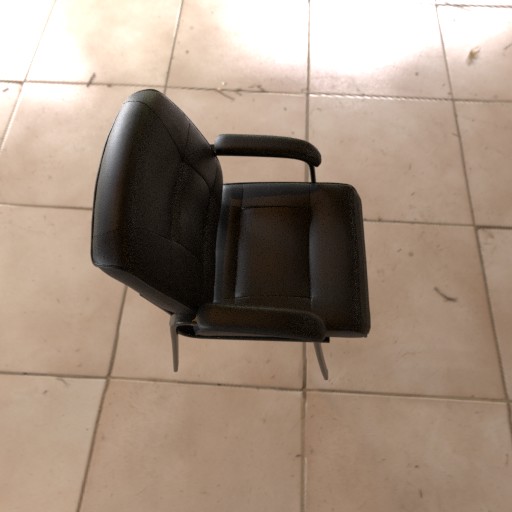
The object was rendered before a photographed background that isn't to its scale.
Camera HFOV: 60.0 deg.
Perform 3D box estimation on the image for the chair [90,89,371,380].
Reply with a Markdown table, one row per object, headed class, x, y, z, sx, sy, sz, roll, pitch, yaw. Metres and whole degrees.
| class | x | y | z | sx | sy | sz | roll | pitch | yaw |
| --- | --- | --- | --- | --- | --- | --- | --- | --- | --- |
| chair | 0.000 | 0.000 | 1.326 | 0.668 | 0.910 | 0.591 | 2 | 65 | 1 |
